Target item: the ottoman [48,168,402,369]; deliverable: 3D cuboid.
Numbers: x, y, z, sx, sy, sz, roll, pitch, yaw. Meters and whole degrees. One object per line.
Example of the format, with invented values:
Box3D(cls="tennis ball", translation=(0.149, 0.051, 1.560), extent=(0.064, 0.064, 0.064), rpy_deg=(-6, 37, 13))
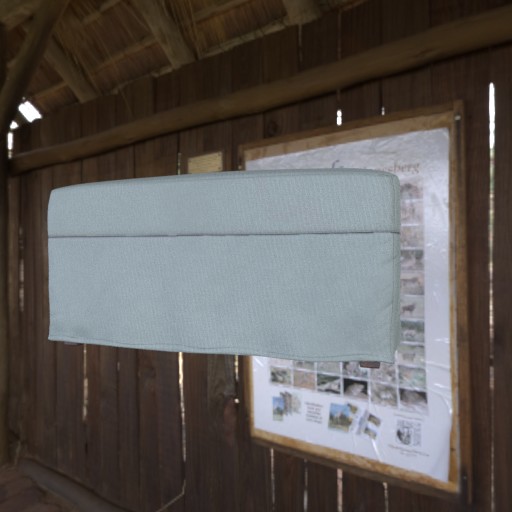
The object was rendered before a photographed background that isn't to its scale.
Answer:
Box3D(cls="ottoman", translation=(0.000, 0.000, 1.346), extent=(0.842, 0.441, 0.843), rpy_deg=(0, 0, 18))
